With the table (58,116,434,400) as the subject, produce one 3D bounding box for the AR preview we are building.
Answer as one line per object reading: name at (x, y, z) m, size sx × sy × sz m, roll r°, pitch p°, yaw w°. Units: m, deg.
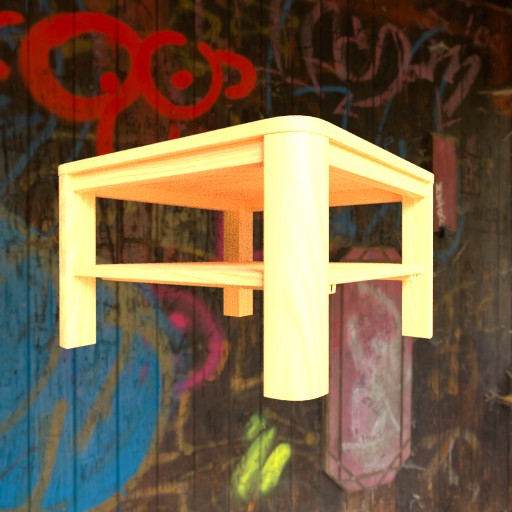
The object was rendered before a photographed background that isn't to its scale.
table at (0.000, 0.000, 1.197) m, size 0.750 × 0.450 × 0.750 m, roll 0°, pitch 1°, yaw 37°
